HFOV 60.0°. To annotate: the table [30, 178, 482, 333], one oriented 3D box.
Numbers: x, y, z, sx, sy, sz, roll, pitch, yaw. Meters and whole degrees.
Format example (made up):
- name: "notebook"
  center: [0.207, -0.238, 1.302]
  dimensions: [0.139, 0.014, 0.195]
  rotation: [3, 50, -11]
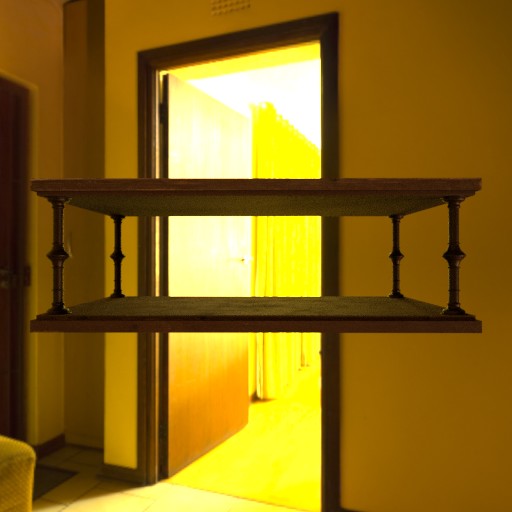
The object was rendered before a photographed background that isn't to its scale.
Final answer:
- name: "table"
  center: [0.000, 0.000, 1.345]
  dimensions: [1.088, 0.373, 0.554]
  rotation: [0, 0, 0]
